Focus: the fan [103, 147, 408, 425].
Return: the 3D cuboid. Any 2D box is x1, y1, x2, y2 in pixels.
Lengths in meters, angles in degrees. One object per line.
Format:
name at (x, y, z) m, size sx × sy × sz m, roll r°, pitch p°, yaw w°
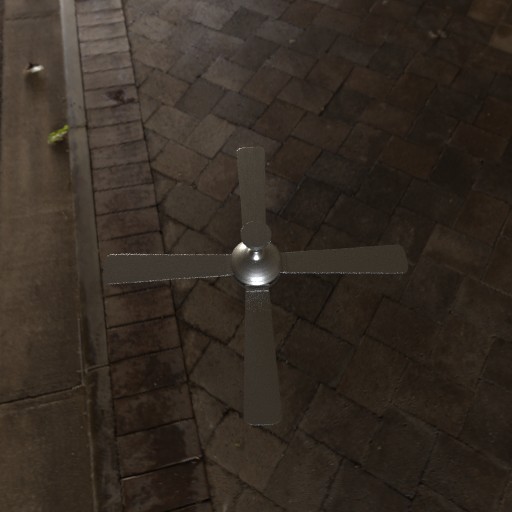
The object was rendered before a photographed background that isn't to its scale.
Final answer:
fan at (0.000, 0.000, 1.952) m, size 1.321 × 0.381 × 1.321 m, roll 16°, pitch 63°, yaw 8°
